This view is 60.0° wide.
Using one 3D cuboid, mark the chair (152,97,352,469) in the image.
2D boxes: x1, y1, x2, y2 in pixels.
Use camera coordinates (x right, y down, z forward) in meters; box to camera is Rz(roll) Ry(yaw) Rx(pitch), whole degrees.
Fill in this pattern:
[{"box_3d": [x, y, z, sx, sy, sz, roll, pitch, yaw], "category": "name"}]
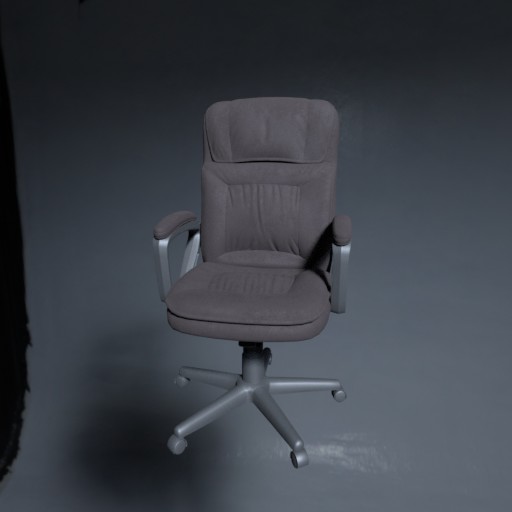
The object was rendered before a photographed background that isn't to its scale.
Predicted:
[{"box_3d": [0.000, 0.000, 1.531, 0.667, 1.105, 0.724, 2, 14, 10], "category": "chair"}]
